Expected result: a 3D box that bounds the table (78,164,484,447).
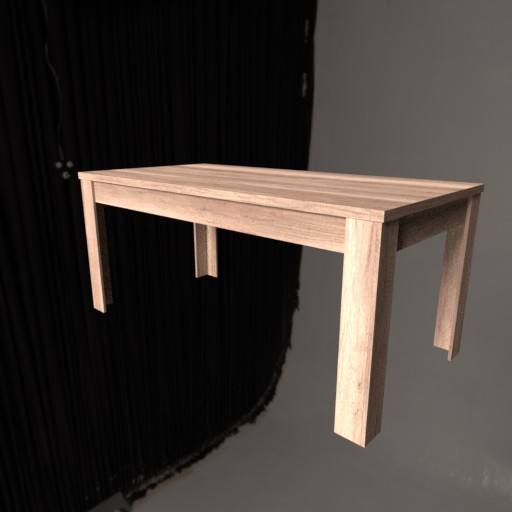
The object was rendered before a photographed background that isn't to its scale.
[{"bbox_3d":[0.000,0.000,2.249,1.800,0.790,0.900,14,21,41],"label":"table"}]
